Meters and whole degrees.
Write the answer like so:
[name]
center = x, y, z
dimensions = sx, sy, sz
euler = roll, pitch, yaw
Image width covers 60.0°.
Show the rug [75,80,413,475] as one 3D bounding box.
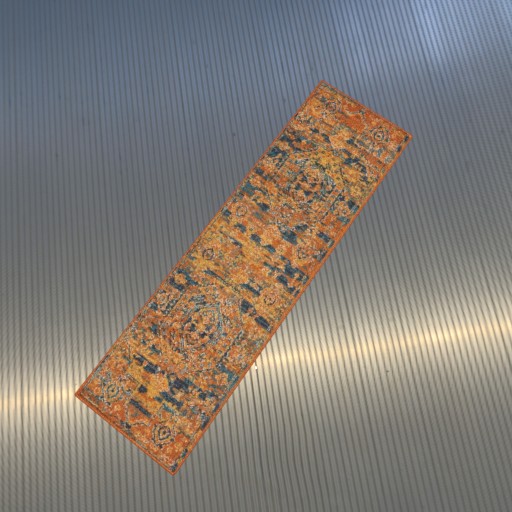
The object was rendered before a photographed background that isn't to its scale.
[rug]
center = 0.000, 0.000, 2.438
dimensions = 0.651, 0.016, 2.274
euler = 35, 78, 8
